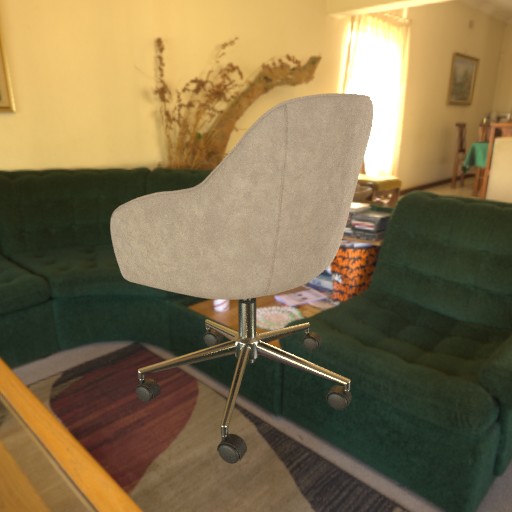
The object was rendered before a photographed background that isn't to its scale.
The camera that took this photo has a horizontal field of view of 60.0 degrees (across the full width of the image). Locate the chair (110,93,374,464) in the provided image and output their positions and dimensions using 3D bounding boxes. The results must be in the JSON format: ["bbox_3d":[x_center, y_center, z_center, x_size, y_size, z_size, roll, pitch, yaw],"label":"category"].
[{"bbox_3d":[0.000,0.000,1.229,0.573,0.831,0.635,9,20,25],"label":"chair"}]
